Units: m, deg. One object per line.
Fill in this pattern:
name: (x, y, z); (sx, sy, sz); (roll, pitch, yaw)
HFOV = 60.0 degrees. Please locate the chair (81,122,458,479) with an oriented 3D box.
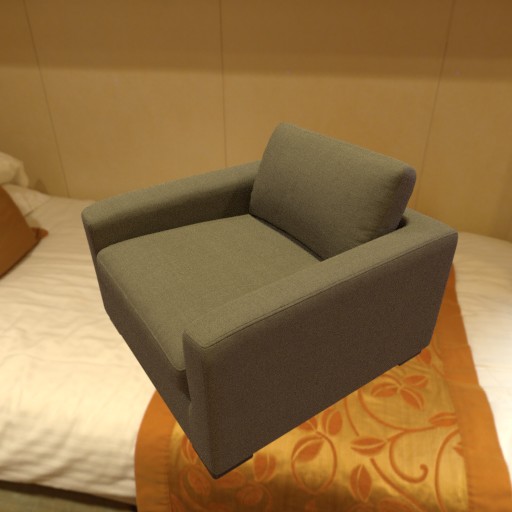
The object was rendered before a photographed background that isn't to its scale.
chair: (0.000, 0.000, 1.821); (1.100, 0.847, 1.070); (-19, 36, -29)
